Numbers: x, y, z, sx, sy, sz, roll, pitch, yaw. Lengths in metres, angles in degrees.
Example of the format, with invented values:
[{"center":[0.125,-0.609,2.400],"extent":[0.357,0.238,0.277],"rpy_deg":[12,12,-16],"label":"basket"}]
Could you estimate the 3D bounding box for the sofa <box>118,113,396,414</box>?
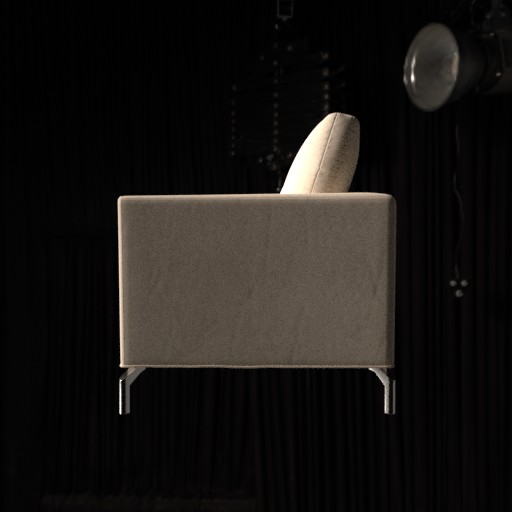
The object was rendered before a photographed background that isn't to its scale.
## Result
[{"center":[0.000,0.000,2.259],"extent":[0.906,0.995,1.739],"rpy_deg":[0,1,0],"label":"sofa"}]
